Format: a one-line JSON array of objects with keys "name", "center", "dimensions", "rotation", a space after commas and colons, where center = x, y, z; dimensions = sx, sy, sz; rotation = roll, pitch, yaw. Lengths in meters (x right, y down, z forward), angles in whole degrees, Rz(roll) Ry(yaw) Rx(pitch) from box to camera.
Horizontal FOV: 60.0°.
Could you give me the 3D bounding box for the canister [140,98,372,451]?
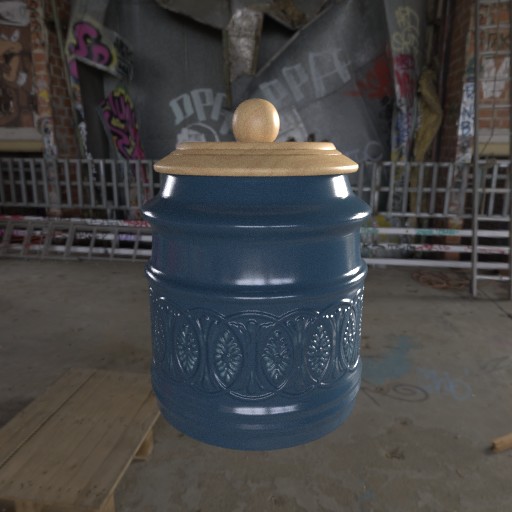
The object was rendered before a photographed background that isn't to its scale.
[{"name": "canister", "center": [0.000, 0.000, 0.263], "dimensions": [0.130, 0.176, 0.130], "rotation": [0, 14, 0]}]
